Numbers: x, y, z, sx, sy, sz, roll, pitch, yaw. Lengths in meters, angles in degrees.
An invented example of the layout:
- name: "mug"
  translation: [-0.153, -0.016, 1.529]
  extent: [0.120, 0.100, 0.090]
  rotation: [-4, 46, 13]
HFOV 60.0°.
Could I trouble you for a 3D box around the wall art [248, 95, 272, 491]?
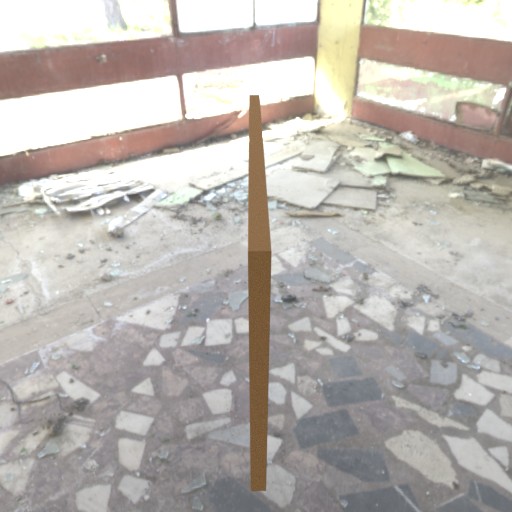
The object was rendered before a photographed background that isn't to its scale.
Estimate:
- name: "wall art"
  translation: [0.000, 0.000, 1.169]
  extent: [0.033, 0.608, 0.915]
  rotation: [0, 33, -1]
